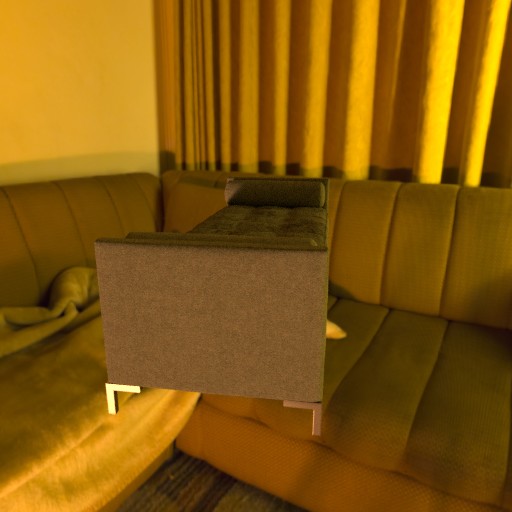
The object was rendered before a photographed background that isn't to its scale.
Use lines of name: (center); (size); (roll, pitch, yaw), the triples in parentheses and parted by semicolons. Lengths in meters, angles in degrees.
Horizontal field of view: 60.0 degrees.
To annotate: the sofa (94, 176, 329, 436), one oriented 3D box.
sofa: (0.000, 0.000, 2.472); (0.797, 0.657, 2.102); (3, 16, 9)
